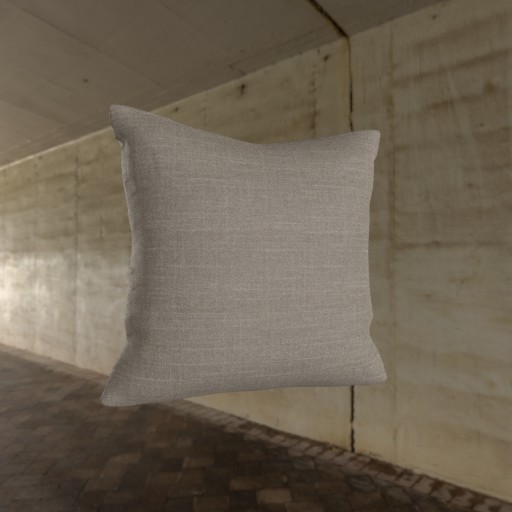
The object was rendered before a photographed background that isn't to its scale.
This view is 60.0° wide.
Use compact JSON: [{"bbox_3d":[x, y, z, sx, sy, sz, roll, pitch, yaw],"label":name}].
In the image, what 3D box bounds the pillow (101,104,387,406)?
[{"bbox_3d":[0.000,0.000,0.645,0.424,0.400,0.169,0,-1,-17],"label":"pillow"}]
